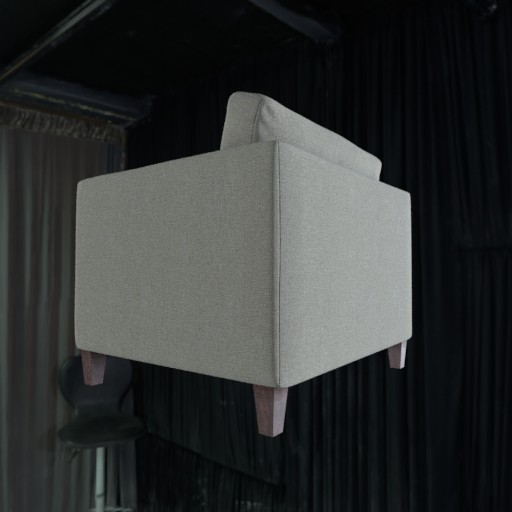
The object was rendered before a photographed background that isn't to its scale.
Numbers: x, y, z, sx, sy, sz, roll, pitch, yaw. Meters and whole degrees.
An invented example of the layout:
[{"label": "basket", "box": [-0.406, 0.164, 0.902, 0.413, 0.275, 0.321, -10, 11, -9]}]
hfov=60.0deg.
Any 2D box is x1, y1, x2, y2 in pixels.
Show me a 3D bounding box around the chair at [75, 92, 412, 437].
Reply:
[{"label": "chair", "box": [0.000, 0.000, 1.817, 0.959, 0.963, 1.107, -1, -2, 37]}]
